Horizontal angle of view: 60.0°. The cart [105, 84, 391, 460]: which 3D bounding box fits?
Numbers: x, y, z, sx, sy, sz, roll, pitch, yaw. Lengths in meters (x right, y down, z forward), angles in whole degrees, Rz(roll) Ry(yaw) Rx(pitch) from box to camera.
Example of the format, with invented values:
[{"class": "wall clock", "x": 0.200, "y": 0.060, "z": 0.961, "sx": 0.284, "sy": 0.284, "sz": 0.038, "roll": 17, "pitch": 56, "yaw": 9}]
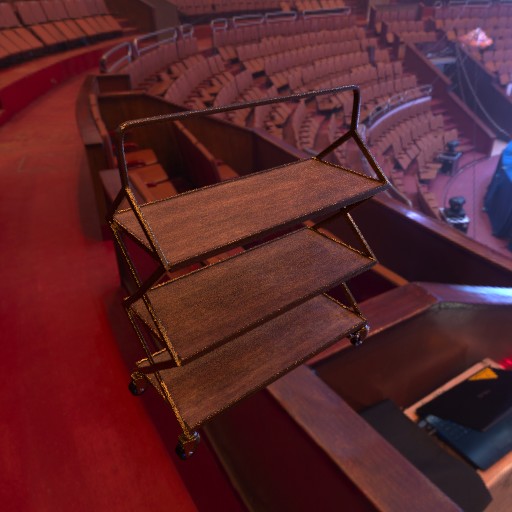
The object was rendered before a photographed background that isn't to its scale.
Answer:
[{"class": "cart", "x": 0.000, "y": 0.000, "z": 1.194, "sx": 0.723, "sy": 0.805, "sz": 0.313, "roll": -22, "pitch": 37, "yaw": -33}]
